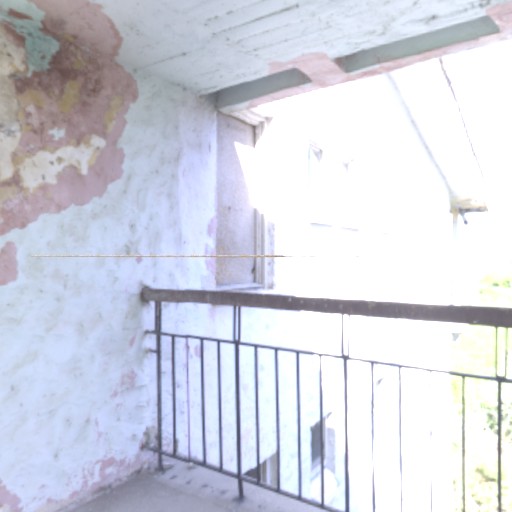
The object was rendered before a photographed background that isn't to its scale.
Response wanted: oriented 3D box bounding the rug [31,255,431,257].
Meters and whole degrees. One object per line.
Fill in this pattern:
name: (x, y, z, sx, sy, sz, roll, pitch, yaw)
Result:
rug: (0.000, 0.000, 4.202, 2.433, 0.011, 3.037, 0, 0, 36)
